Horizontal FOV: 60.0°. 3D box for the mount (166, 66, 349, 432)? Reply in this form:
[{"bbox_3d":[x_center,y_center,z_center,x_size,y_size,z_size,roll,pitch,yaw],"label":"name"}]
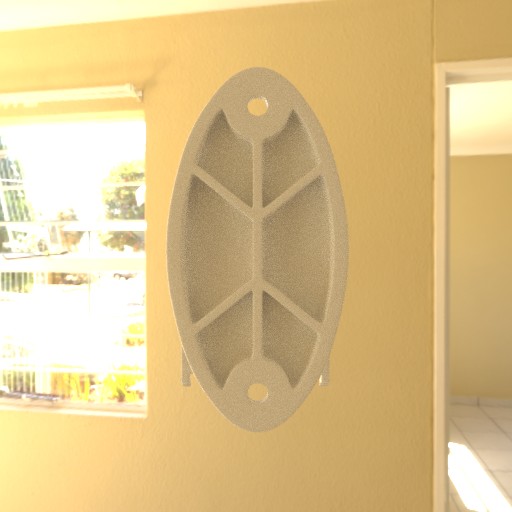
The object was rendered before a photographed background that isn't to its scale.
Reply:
[{"bbox_3d":[0.000,0.000,0.176,0.066,0.118,0.100,0,0,-1],"label":"mount"}]
